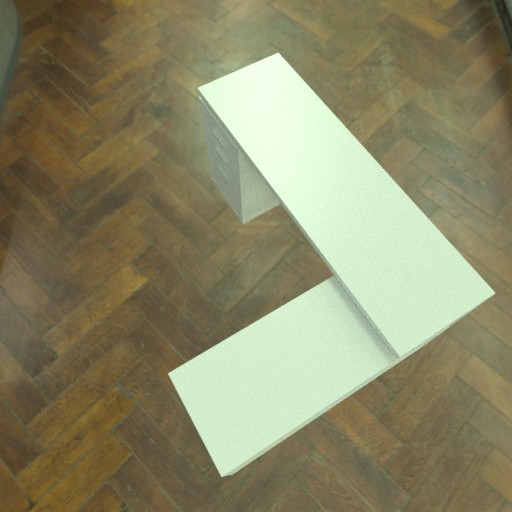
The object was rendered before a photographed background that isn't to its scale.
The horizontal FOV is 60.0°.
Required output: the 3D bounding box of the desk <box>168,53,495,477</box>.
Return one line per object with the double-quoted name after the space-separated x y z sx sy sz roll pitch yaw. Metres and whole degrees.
0.000 0.000 2.166 1.200 0.753 1.524 -29 68 -13 "desk"
